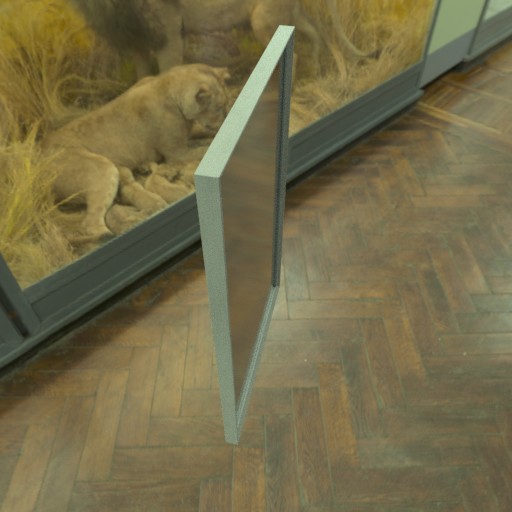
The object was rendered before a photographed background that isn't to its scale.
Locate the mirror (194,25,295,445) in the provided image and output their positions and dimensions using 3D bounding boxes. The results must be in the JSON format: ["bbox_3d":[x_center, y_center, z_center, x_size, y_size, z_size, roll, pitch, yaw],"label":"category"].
[{"bbox_3d":[0.000,0.000,1.142,0.041,0.915,0.609,10,46,9],"label":"mirror"}]
